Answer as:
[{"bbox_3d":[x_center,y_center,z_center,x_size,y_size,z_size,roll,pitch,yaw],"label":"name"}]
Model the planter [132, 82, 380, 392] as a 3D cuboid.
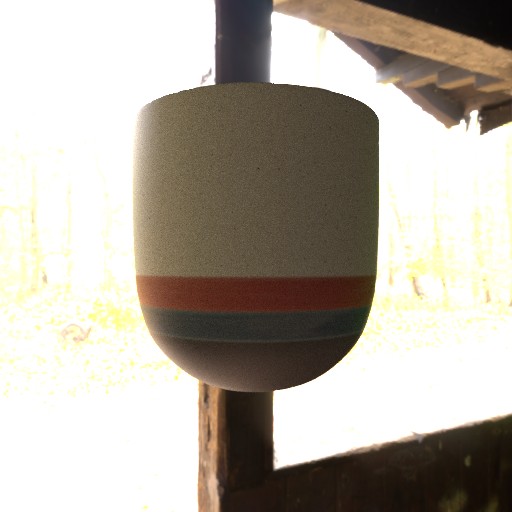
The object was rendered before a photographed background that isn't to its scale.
[{"bbox_3d":[0.000,0.000,0.376,0.204,0.214,0.204,0,-1,0],"label":"planter"}]
